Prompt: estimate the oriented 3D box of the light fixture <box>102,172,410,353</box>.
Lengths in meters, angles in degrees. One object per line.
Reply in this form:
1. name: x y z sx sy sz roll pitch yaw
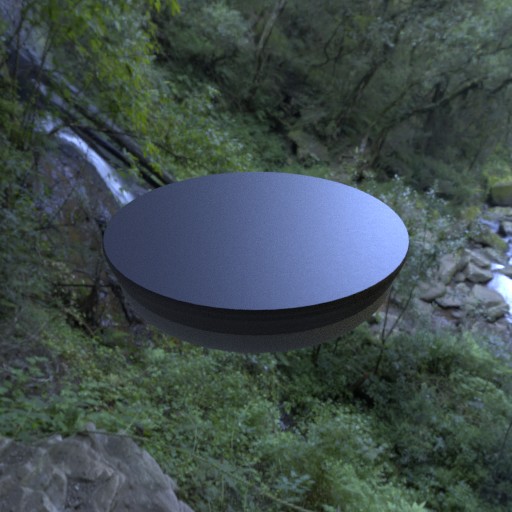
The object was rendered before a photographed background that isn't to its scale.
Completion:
1. light fixture: 0.000 0.000 0.577 0.368 0.100 0.368 0 30 0
